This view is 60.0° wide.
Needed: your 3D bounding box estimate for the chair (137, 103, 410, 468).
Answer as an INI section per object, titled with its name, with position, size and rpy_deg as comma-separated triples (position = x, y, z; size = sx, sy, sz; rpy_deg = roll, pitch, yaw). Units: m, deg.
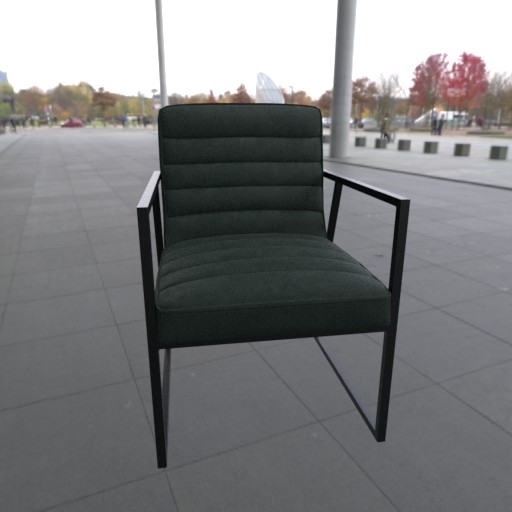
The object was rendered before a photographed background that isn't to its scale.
[chair]
position = 0.000, 0.000, 1.250
size = 0.571, 0.833, 0.677
rpy_deg = -3, 17, -9
